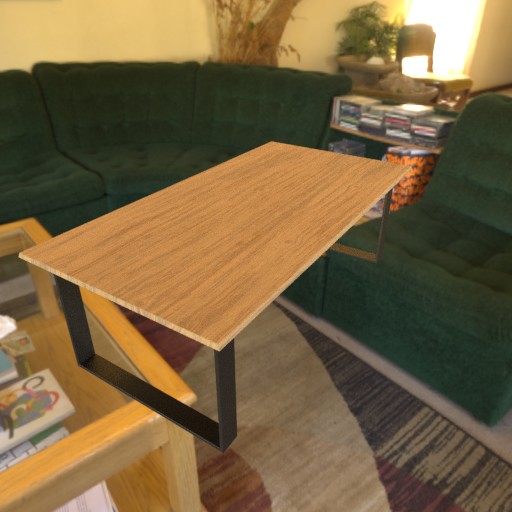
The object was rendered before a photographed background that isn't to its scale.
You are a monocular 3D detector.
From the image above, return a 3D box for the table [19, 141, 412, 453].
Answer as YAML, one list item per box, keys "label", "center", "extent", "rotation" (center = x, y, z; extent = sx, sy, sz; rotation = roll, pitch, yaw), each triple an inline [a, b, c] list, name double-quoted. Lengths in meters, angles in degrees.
- label: "table"
  center: [0.000, 0.000, 1.643]
  extent: [0.693, 0.445, 1.331]
  rotation: [18, 34, 28]
